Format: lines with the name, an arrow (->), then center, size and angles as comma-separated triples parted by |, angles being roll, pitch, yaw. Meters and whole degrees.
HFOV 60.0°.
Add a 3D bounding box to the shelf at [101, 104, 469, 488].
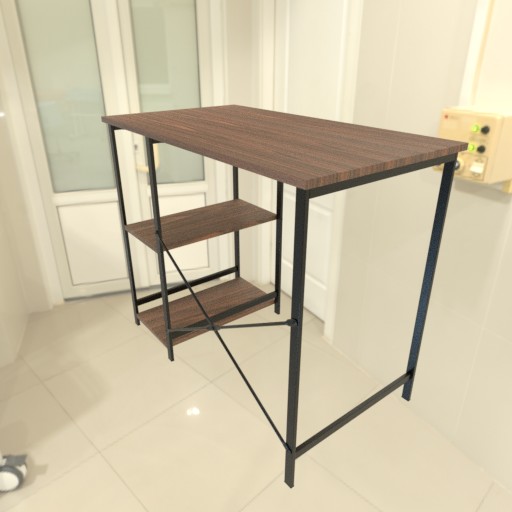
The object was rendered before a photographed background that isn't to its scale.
shelf -> 0.000, 0.000, 1.330 | 0.498, 0.750, 0.902 | -18, 31, -34
